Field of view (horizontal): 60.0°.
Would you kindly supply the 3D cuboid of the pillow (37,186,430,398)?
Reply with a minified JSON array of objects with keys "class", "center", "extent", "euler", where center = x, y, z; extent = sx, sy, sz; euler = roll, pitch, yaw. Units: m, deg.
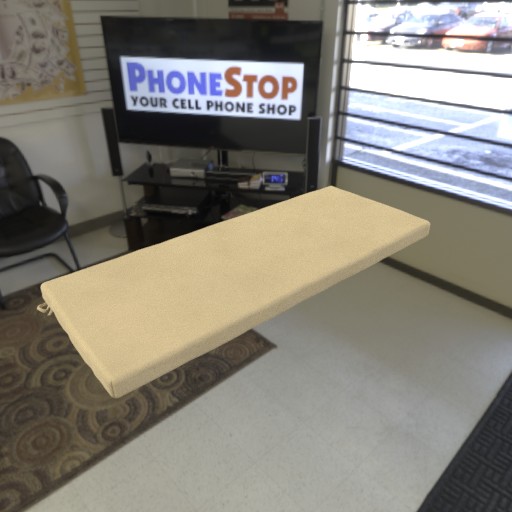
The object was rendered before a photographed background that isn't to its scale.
[{"class":"pillow","center":[0.000,0.000,1.355],"extent":[1.187,0.081,0.492],"euler":[-22,37,-34]}]
